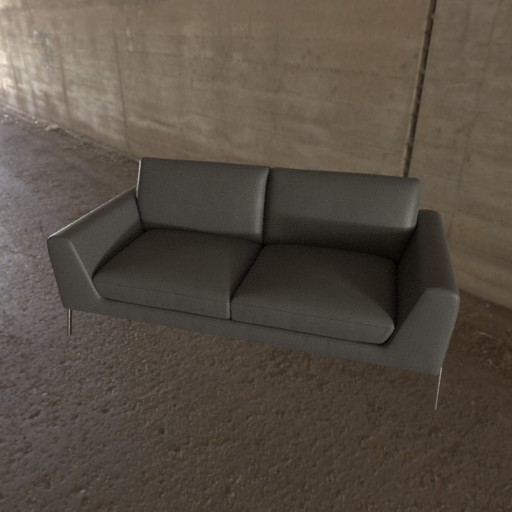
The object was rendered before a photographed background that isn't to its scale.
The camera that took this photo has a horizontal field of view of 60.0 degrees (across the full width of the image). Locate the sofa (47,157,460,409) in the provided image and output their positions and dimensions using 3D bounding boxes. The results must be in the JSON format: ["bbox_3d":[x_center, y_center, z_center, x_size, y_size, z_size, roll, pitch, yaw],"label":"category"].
[{"bbox_3d":[0.000,0.000,2.510,2.017,0.875,0.953,7,28,14],"label":"sofa"}]
